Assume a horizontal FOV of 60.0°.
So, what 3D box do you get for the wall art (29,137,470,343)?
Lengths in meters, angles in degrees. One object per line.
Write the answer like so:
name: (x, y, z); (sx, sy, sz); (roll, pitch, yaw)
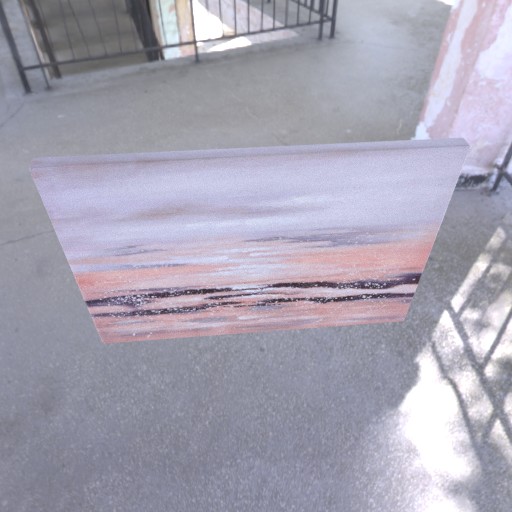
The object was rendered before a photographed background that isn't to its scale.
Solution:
wall art: (0.000, 0.000, 1.136); (0.913, 0.609, 0.038); (-4, 45, -4)
